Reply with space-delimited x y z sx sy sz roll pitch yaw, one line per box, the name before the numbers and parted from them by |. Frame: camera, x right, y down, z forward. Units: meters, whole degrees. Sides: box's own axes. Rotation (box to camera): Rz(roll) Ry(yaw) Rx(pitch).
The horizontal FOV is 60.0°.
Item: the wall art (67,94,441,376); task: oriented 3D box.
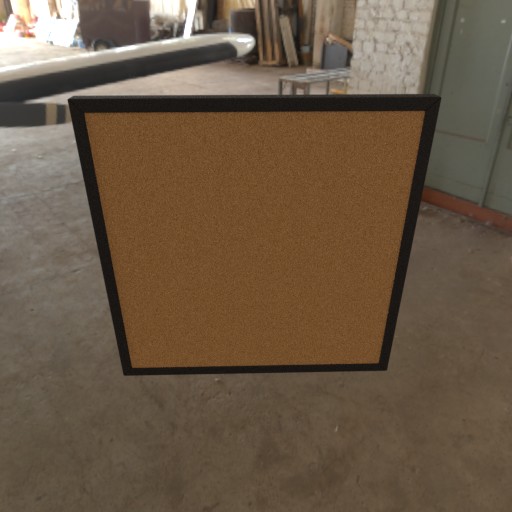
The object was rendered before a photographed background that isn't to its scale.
wall art | 0.000 0.000 1.108 0.763 0.763 0.037 -1 30 -1
